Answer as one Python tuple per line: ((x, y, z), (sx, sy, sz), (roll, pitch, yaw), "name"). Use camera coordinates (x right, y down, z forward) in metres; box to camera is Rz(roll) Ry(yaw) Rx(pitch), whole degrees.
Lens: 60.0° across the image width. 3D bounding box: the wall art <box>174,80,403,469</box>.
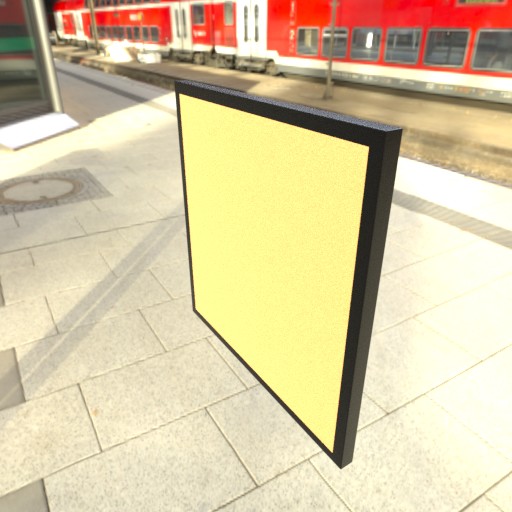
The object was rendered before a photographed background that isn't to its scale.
((0.000, 0.000, 1.120), (0.038, 0.761, 0.755), (-17, 32, -29), "wall art")
